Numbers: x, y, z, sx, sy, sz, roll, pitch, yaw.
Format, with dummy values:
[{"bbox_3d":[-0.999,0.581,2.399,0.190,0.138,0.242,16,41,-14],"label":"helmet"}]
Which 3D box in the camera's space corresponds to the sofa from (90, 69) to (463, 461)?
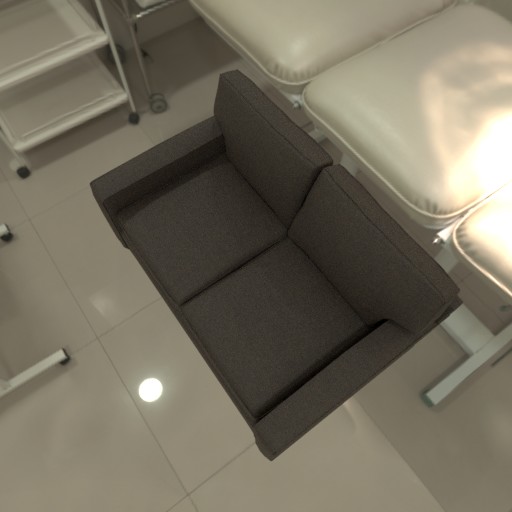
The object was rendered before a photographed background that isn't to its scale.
[{"bbox_3d":[0.000,0.000,2.149,0.974,0.887,1.534,-33,68,-15],"label":"sofa"}]
